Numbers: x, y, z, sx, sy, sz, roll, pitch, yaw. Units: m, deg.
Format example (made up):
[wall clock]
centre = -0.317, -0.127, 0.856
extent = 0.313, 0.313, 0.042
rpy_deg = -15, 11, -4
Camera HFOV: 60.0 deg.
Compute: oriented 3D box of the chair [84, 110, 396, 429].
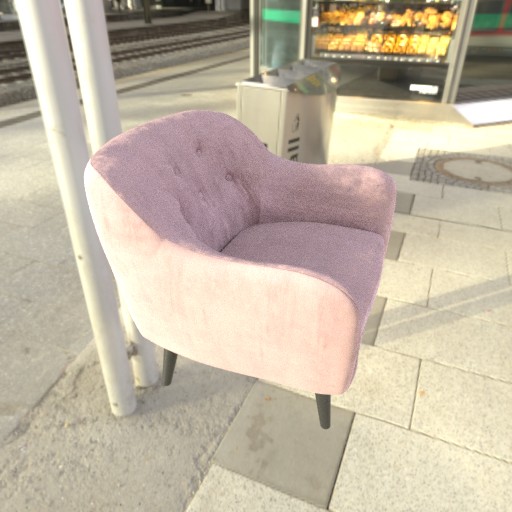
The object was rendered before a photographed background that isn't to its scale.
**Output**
[chair]
centre = 0.000, 0.000, 1.490
extent = 0.820, 0.820, 0.840
rpy_deg = 11, 32, 18
